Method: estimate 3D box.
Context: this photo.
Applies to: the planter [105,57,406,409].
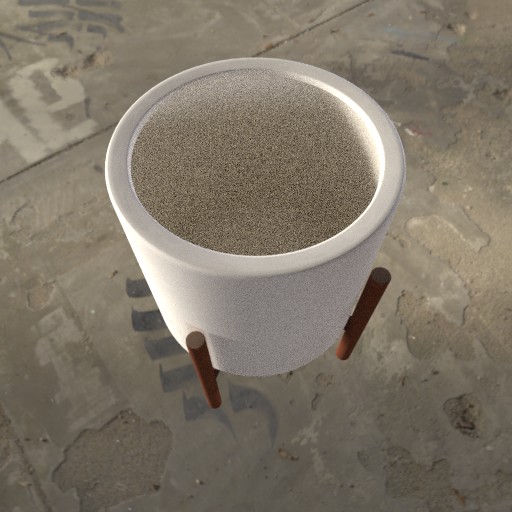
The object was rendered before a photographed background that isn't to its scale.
[{"bbox_3d":[0.000,0.000,0.869,0.420,0.581,0.421,-16,60,-9],"label":"planter"}]
